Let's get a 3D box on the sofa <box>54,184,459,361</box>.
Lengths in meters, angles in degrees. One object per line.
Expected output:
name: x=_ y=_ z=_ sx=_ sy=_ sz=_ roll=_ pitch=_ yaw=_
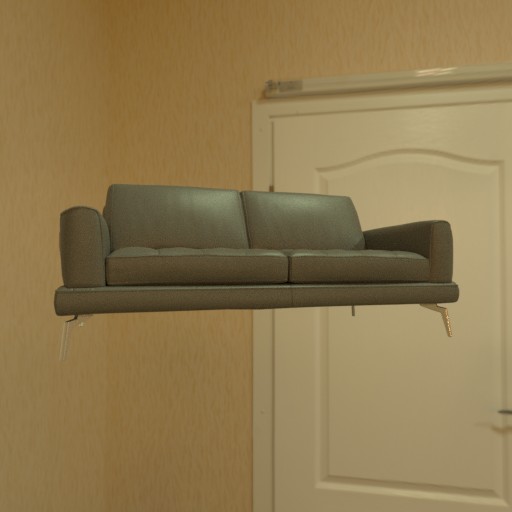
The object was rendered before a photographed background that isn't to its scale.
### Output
sofa: x=0.000 y=0.000 z=2.729 sx=2.177 sy=0.930 sz=1.121 roll=0 pitch=-1 yaw=-18
